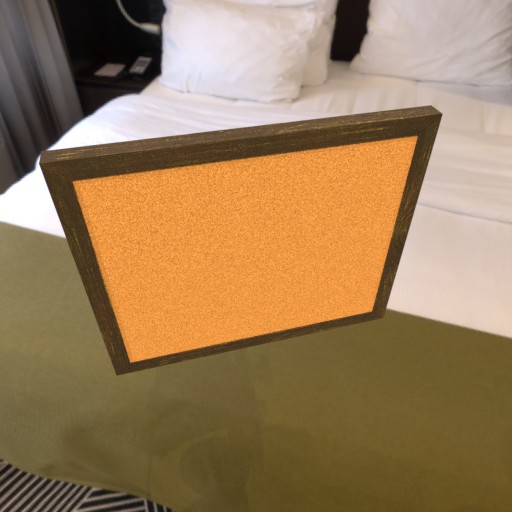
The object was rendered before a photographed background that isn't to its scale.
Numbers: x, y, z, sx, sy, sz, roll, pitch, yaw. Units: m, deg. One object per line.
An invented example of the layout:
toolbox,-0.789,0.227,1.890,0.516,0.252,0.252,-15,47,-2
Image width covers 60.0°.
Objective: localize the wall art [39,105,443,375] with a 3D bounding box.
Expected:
wall art,0.000,0.000,0.759,0.558,0.457,0.032,-10,43,-11
